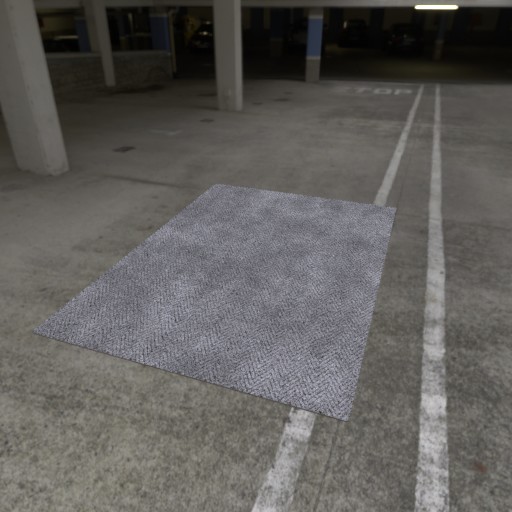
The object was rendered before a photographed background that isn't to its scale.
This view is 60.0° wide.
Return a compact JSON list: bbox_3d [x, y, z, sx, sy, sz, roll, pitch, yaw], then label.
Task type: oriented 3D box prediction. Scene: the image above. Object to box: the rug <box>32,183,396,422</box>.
[{"bbox_3d":[0.000,0.000,2.910,1.600,0.008,2.235,10,32,17],"label":"rug"}]
